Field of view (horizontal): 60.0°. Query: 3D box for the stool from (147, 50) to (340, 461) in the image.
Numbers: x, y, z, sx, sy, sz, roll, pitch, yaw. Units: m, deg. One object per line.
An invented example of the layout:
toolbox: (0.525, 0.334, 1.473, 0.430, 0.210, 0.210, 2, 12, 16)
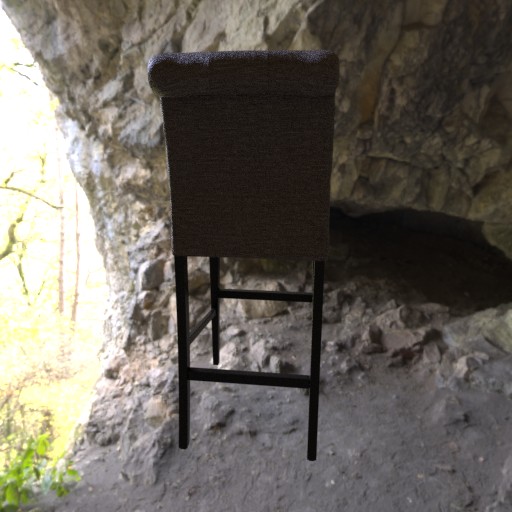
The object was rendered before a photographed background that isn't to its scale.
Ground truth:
stool: (0.000, 0.000, 1.418, 0.452, 1.131, 0.613, 2, 16, 7)
